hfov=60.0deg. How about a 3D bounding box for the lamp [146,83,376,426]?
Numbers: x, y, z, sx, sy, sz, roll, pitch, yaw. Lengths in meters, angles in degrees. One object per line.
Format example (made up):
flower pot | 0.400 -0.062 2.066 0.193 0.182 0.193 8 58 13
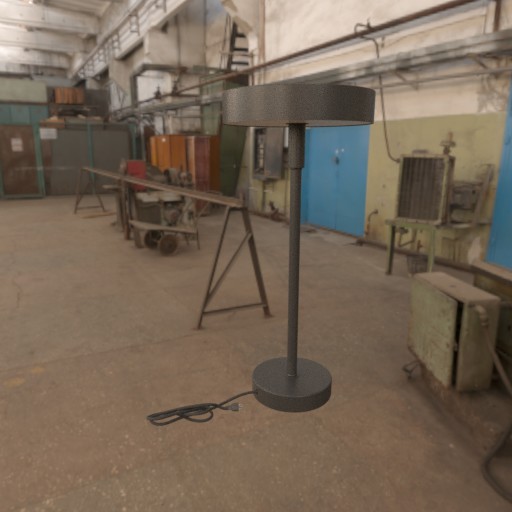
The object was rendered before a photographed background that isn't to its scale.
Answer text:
lamp | 0.000 0.000 0.700 0.369 0.508 0.229 -7 15 -25
